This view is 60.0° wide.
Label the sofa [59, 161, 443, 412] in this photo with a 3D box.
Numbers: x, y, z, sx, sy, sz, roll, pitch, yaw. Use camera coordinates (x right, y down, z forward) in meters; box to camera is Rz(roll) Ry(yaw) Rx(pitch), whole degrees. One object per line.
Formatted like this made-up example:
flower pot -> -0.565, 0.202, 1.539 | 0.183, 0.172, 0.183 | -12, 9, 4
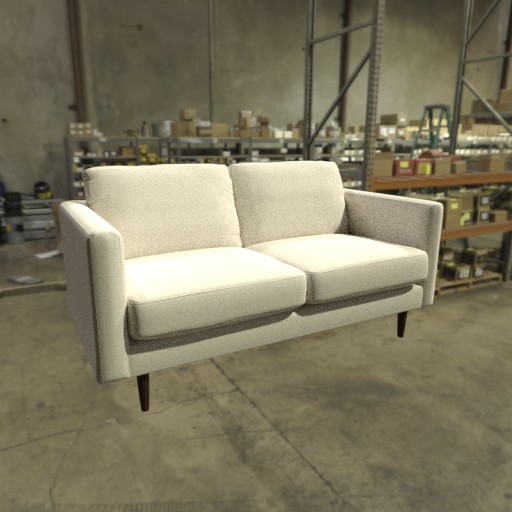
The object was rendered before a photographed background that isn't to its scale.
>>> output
sofa -> 0.000, 0.000, 2.227 | 1.713, 0.893, 0.940 | -8, 17, -28
